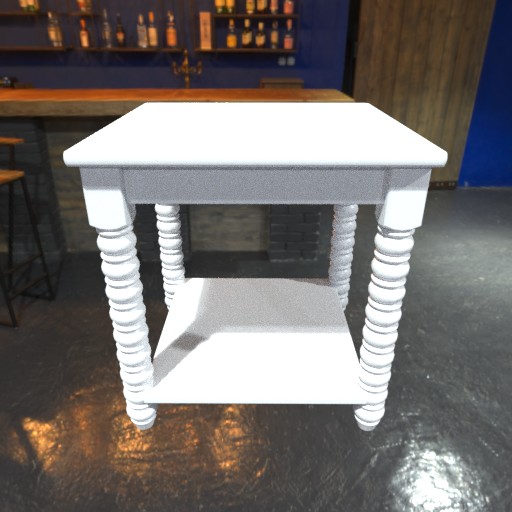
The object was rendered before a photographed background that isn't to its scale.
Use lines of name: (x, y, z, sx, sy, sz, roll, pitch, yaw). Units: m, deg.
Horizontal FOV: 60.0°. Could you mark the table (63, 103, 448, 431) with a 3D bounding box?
table: (0.000, 0.000, 0.952, 0.533, 0.563, 0.500, 0, 26, 0)
